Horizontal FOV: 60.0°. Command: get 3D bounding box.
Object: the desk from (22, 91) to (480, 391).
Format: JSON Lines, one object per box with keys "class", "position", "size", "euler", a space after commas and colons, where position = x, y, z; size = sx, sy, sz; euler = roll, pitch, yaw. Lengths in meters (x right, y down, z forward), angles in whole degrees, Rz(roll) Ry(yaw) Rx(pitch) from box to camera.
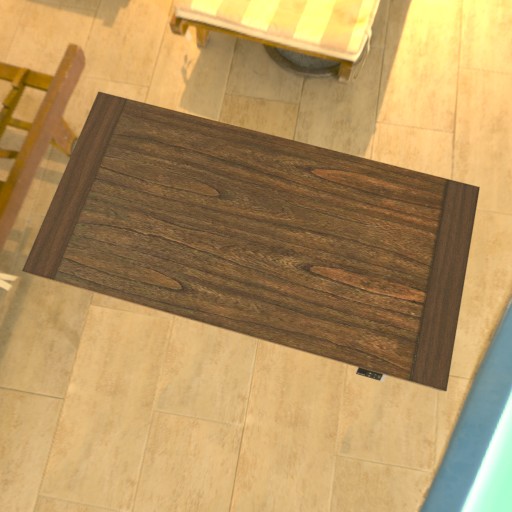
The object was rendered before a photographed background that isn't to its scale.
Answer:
{"class": "desk", "position": [0.000, 0.000, 1.968], "size": [1.543, 0.725, 0.784], "euler": [15, 76, 4]}
